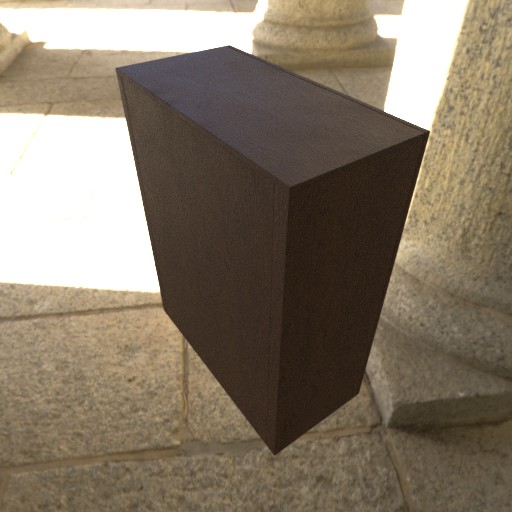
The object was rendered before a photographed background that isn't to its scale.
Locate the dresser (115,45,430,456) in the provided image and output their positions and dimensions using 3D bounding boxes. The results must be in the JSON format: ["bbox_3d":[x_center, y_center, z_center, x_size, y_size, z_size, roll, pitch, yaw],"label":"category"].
[{"bbox_3d":[0.000,0.000,1.796,0.516,1.320,0.964,-25,47,-26],"label":"dresser"}]
